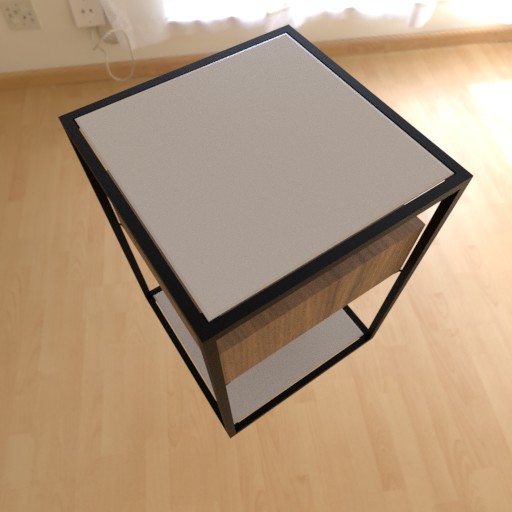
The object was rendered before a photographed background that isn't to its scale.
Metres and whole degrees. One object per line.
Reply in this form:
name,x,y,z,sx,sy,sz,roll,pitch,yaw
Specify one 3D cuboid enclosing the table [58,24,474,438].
table,0.000,0.000,0.790,0.378,0.540,0.378,-30,63,-17
